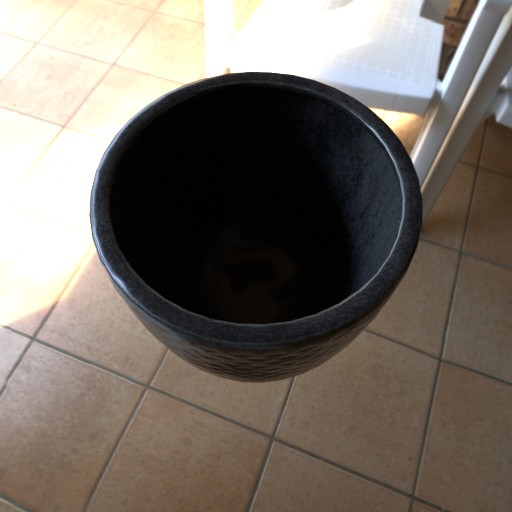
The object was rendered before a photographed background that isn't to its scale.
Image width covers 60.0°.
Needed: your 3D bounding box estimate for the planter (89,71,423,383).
[{"bbox_3d":[0.000,0.000,0.298,0.172,0.160,0.172,0,63,0],"label":"planter"}]
